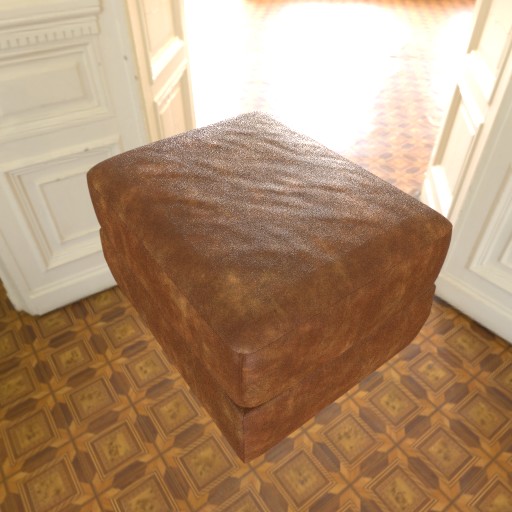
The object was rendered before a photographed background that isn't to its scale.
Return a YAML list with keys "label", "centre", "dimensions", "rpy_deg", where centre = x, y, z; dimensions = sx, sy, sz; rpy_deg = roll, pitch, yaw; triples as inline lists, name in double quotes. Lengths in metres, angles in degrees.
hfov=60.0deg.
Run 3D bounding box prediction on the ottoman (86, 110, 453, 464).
- label: "ottoman"
  centre: [0.000, 0.000, 1.170]
  dimensions: [0.603, 0.476, 0.751]
  rpy_deg: [-27, 49, -26]
